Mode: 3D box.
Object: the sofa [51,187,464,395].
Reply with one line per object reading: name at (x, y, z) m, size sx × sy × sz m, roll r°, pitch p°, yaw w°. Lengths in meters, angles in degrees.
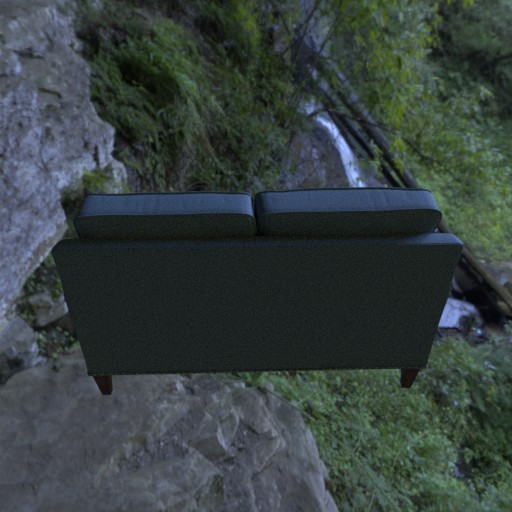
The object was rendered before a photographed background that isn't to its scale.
sofa at (0.000, 0.000, 2.233) m, size 1.597 × 1.003 × 1.084 m, roll -1°, pitch 31°, yaw -1°
